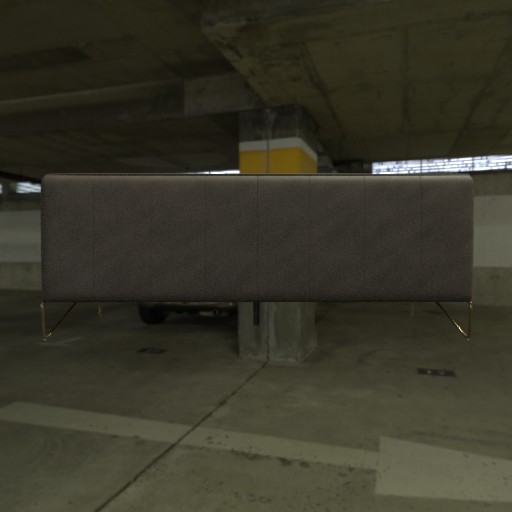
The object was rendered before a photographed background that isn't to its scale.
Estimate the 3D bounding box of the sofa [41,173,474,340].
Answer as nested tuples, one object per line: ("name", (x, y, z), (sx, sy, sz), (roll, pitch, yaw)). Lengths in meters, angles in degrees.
("sofa", (0.000, 0.000, 2.505), (2.087, 0.789, 0.867), (0, 1, 0))
